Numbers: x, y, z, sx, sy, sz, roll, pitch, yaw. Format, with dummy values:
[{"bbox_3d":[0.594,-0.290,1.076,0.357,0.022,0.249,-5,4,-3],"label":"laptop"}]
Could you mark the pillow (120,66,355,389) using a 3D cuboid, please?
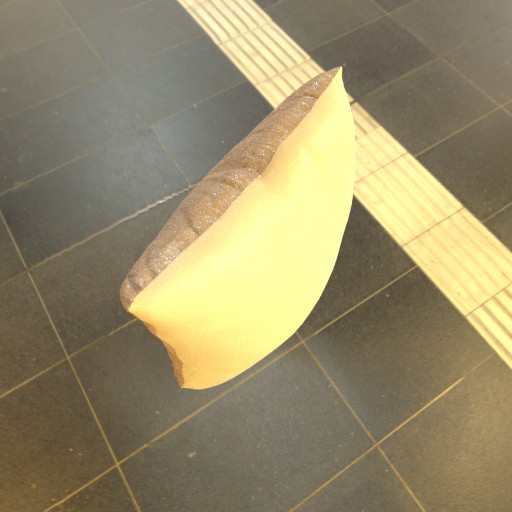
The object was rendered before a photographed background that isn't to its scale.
[{"bbox_3d":[0.000,0.000,0.732,0.245,0.448,0.450,34,68,16],"label":"pillow"}]
